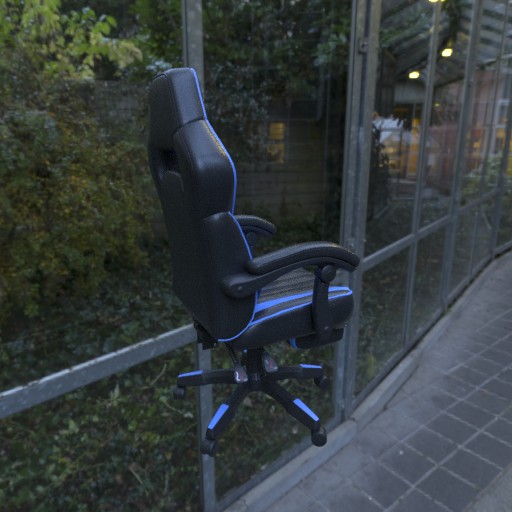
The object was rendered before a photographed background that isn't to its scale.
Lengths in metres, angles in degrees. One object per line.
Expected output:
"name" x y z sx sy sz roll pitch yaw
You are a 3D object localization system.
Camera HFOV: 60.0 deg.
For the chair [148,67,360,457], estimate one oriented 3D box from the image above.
"chair" 0.000 0.000 1.686 0.700 1.280 0.700 -7 16 -25
